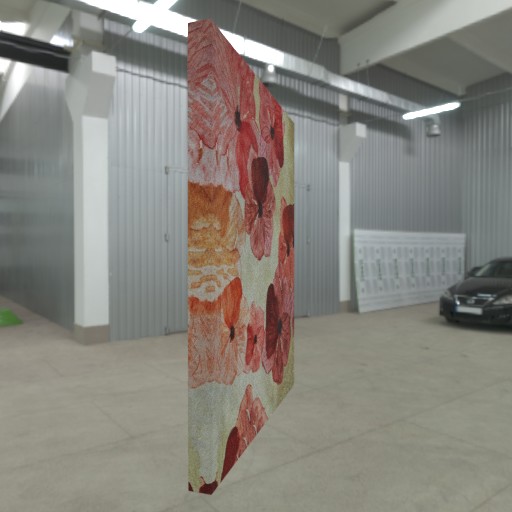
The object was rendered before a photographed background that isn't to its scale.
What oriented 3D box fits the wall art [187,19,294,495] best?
[{"bbox_3d":[0.000,0.000,0.669,0.028,0.508,0.406,0,1,17],"label":"wall art"}]
